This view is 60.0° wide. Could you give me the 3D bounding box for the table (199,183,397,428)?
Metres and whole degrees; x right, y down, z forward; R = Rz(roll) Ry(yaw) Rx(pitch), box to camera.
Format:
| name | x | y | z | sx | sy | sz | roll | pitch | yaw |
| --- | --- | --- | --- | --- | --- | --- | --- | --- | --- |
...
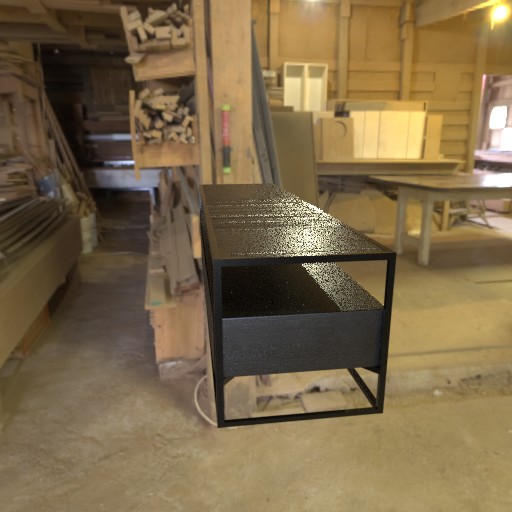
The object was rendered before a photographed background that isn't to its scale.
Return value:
| name | x | y | z | sx | sy | sz | roll | pitch | yaw |
| --- | --- | --- | --- | --- | --- | --- | --- | --- | --- |
| table | 0.000 | 0.000 | 1.686 | 0.399 | 0.395 | 1.486 | -2 | 15 | -8 |
